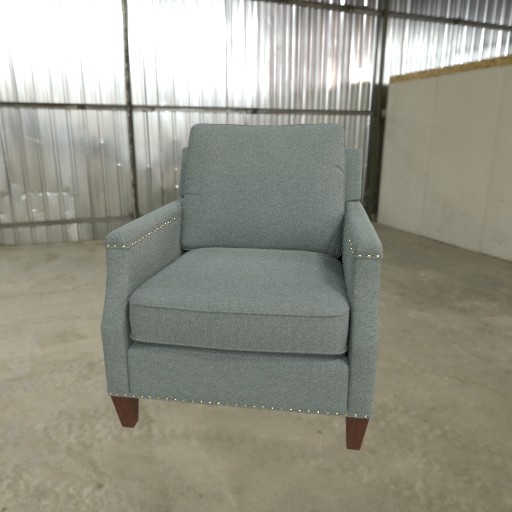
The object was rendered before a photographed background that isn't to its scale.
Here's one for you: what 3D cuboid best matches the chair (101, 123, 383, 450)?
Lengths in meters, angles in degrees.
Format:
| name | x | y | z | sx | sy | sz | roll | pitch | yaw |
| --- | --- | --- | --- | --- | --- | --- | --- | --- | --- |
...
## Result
| name | x | y | z | sx | sy | sz | roll | pitch | yaw |
| --- | --- | --- | --- | --- | --- | --- | --- | --- | --- |
| chair | 0.000 | 0.000 | 1.788 | 0.885 | 1.031 | 1.031 | 2 | 16 | 8 |
